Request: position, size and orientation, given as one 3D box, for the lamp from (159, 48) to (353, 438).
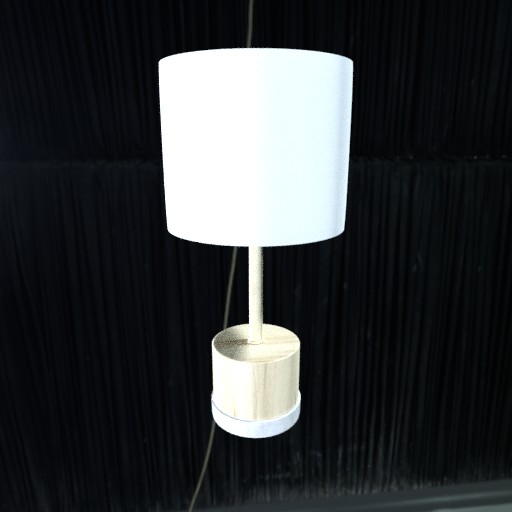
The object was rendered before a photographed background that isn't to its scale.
[{"bbox_3d":[0.000,0.000,0.591,0.229,0.470,0.229,-2,16,-8],"label":"lamp"}]
